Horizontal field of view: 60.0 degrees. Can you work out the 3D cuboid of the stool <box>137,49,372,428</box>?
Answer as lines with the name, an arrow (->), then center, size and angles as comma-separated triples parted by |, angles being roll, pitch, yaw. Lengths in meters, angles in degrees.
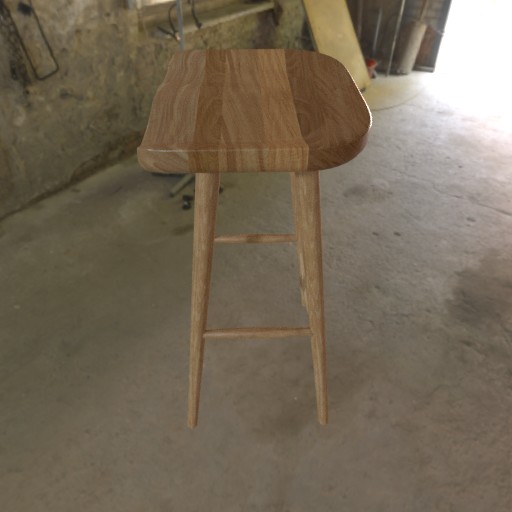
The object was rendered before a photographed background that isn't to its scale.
stool -> 0.000, 0.000, 0.924 | 0.322, 0.698, 0.407 | -1, 41, -1
